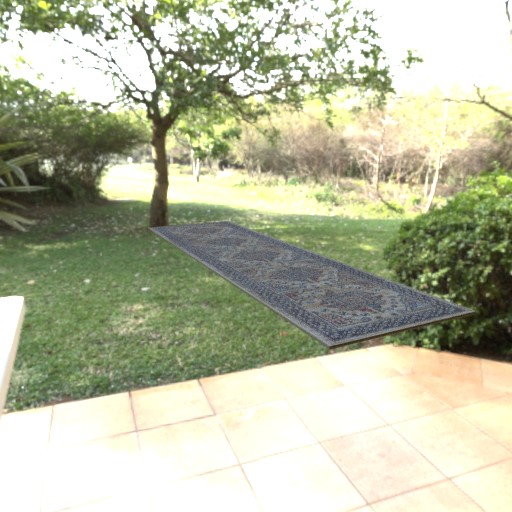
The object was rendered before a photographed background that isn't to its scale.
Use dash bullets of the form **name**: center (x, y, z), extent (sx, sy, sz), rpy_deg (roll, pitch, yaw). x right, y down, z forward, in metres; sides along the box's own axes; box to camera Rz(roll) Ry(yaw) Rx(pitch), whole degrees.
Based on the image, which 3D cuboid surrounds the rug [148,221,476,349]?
- **rug**: center (0.000, 0.000, 2.486), extent (0.661, 0.013, 2.297), rpy_deg (-7, 15, -26)
